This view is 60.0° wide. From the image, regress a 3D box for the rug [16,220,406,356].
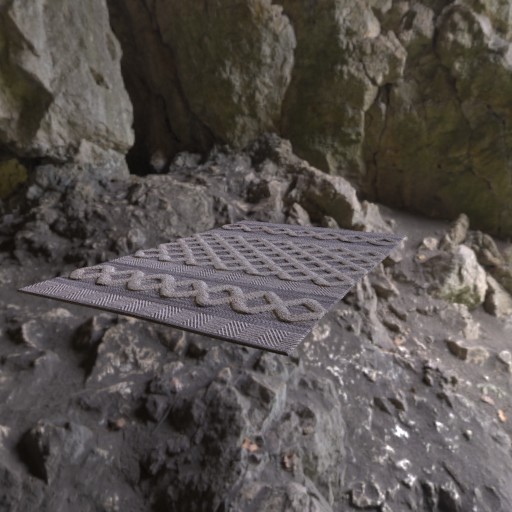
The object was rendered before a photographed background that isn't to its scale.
[{"bbox_3d":[0.000,0.000,2.894,1.513,0.033,2.333,7,16,27],"label":"rug"}]
